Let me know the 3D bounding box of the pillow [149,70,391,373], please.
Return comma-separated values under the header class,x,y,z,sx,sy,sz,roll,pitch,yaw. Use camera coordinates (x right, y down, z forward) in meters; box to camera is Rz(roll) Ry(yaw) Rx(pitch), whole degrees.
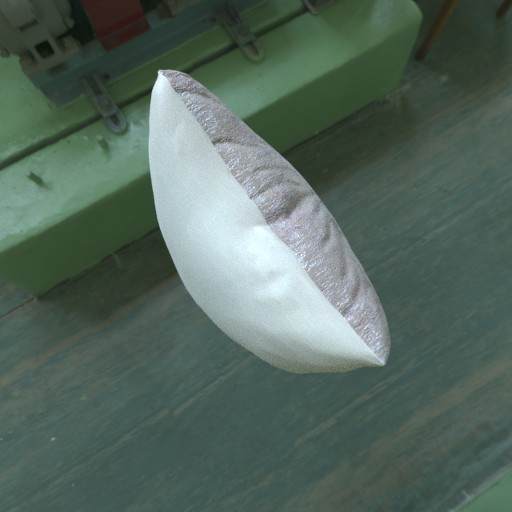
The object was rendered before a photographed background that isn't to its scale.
class,x,y,z,sx,sy,sz,roll,pitch,yaw
pillow,0.000,0.000,0.721,0.245,0.448,0.450,-33,78,-8
